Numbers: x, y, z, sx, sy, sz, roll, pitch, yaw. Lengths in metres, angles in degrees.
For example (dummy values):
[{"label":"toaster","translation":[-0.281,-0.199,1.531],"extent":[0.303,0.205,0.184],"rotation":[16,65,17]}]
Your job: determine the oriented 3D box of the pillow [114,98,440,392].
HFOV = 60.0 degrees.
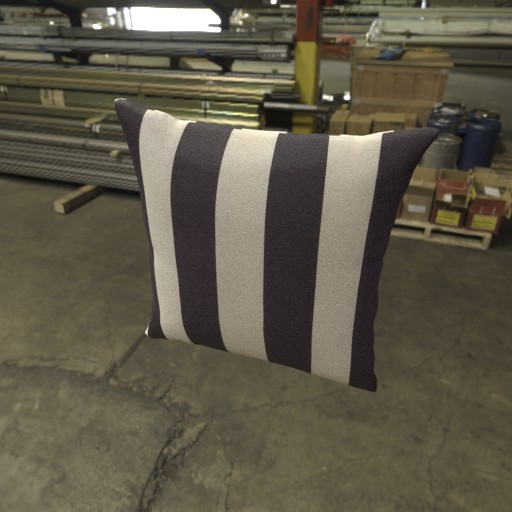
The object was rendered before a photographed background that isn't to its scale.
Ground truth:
[{"label":"pillow","translation":[0.000,0.000,0.818],"extent":[0.536,0.526,0.189],"rotation":[10,33,16]}]
